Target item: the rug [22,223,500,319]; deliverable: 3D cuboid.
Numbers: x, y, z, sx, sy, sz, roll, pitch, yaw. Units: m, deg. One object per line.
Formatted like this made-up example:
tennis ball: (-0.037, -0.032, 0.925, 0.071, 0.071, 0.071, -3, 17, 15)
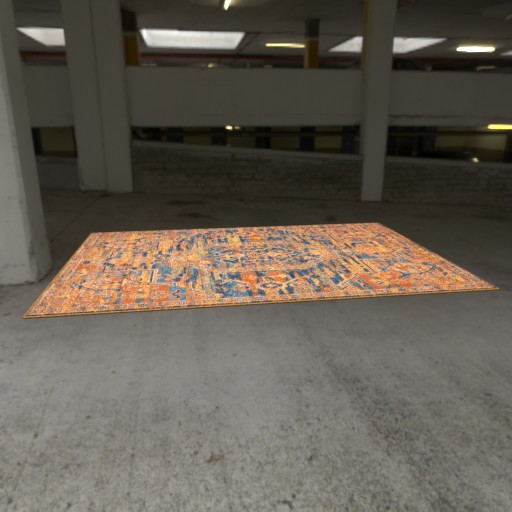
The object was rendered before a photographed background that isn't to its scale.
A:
rug: (0.000, 0.000, 2.147, 1.758, 0.013, 1.148, -3, 17, -8)
